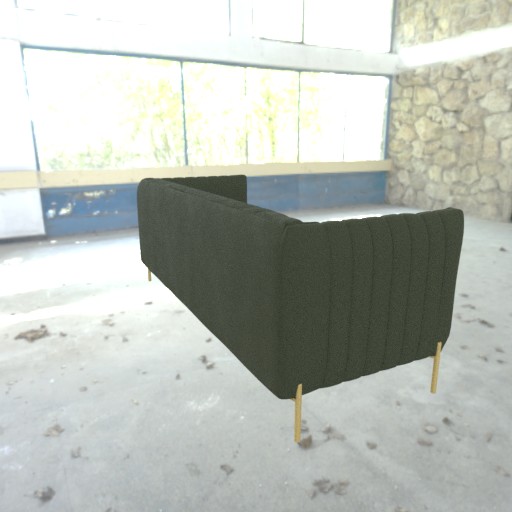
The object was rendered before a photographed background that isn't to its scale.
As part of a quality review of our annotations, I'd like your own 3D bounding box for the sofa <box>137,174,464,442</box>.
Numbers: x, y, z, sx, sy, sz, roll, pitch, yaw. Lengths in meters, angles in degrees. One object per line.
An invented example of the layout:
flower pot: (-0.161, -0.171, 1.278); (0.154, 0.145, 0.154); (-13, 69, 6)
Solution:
sofa: (0.000, 0.000, 2.558); (0.896, 0.793, 2.137); (-7, 17, -26)
